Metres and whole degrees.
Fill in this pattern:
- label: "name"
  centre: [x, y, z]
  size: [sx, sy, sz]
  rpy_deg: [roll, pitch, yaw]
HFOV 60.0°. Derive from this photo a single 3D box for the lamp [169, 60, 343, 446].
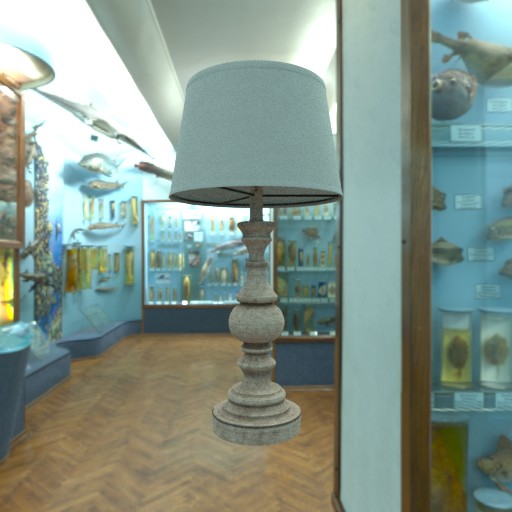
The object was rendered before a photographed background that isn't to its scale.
- label: "lamp"
  centre: [0.000, 0.000, 0.878]
  size: [0.340, 0.678, 0.340]
  rpy_deg: [0, 0, 0]
